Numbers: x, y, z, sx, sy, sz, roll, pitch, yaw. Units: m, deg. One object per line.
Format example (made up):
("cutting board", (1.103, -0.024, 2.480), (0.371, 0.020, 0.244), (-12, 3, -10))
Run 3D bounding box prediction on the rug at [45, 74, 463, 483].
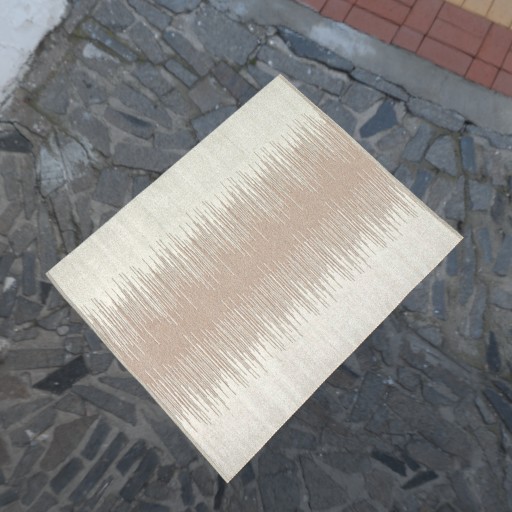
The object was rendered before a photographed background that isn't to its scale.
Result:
("rug", (0.000, 0.000, 4.103), (3.048, 0.013, 2.438), (-43, 80, -10))
